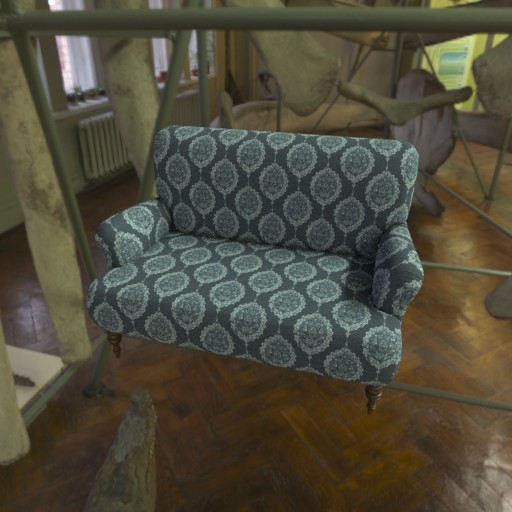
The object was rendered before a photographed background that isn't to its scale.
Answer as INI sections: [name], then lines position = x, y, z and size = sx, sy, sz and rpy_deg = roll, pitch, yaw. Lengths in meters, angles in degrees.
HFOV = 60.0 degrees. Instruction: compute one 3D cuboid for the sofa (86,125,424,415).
[sofa]
position = 0.000, 0.000, 1.857
size = 1.297, 0.867, 0.779
rpy_deg = 8, 29, 15
